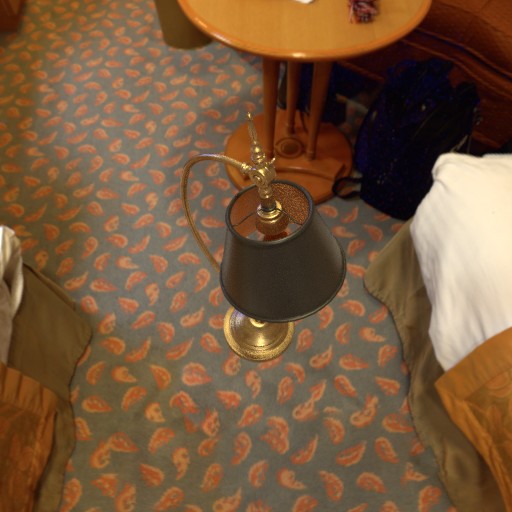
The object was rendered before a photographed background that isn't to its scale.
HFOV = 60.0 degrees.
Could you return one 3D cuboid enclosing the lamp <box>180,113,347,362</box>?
[{"bbox_3d":[0.000,0.000,0.845,0.344,0.675,0.235,32,64,17],"label":"lamp"}]
